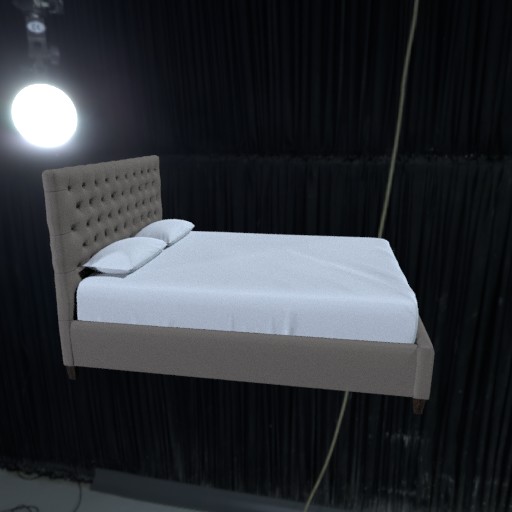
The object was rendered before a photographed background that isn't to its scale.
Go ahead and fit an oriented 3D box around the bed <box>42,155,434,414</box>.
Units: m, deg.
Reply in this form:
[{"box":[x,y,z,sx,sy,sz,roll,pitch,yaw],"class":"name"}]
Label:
[{"box":[0.000,0.000,3.452,2.387,1.427,1.698,3,16,9],"class":"bed"}]
